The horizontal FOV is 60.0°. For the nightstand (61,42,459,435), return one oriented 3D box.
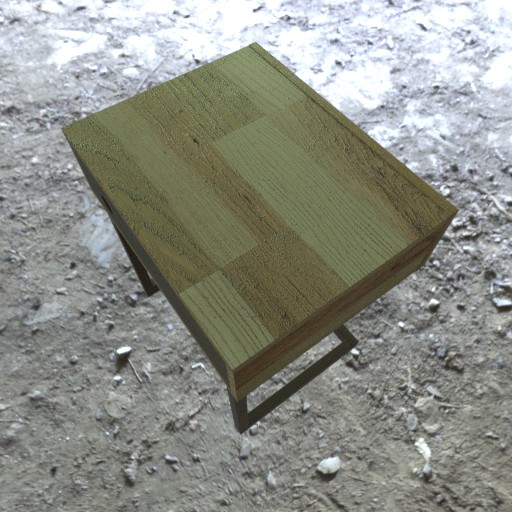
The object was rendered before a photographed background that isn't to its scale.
[{"bbox_3d":[0.000,0.000,1.038,0.481,0.632,0.558,-32,64,-18],"label":"nightstand"}]
